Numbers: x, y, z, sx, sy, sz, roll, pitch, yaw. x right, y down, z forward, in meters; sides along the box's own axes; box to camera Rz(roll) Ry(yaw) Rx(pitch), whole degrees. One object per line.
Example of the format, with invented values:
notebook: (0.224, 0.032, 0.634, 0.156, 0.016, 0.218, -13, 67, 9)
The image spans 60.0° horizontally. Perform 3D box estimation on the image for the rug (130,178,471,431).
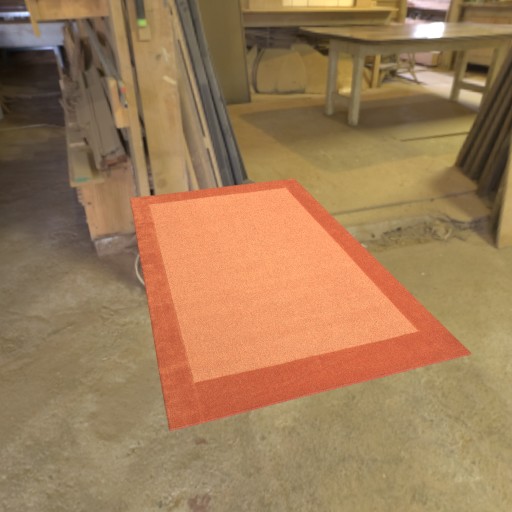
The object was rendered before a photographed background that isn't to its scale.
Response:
rug: (0.000, 0.000, 3.036, 1.524, 0.014, 2.438, -9, 33, -15)
